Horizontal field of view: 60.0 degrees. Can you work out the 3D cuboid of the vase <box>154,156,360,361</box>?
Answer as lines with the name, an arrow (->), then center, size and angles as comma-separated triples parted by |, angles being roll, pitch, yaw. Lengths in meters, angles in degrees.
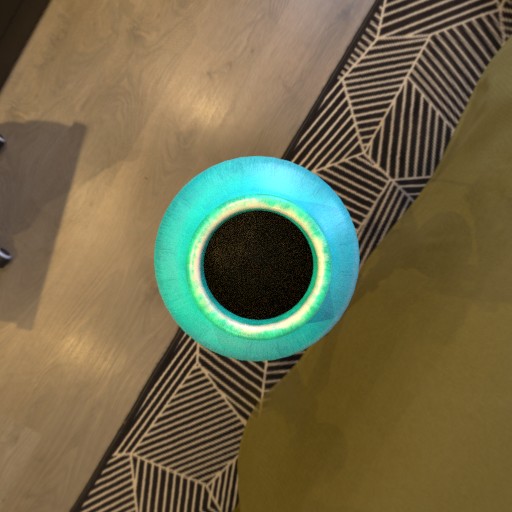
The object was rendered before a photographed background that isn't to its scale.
vase -> 0.000, 0.000, 0.253 | 0.106, 0.192, 0.106 | 0, 93, -1
